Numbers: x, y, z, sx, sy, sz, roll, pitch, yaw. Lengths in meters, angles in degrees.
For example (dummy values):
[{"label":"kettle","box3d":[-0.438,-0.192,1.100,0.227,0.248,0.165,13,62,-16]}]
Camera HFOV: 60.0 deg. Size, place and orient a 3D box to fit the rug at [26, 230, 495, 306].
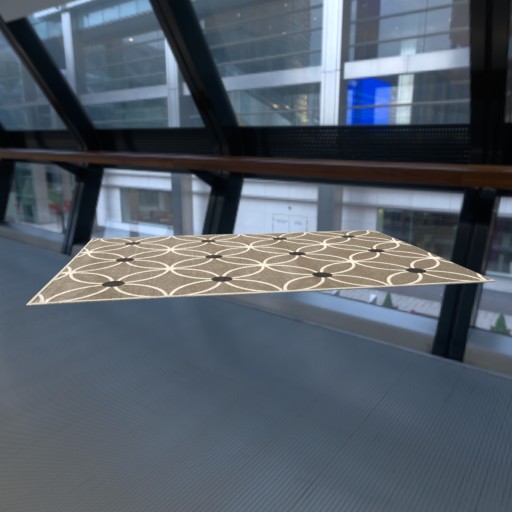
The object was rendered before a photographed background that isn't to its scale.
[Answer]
[{"label":"rug","box3d":[0.000,0.000,2.839,2.284,0.008,1.522,-2,14,-9]}]
